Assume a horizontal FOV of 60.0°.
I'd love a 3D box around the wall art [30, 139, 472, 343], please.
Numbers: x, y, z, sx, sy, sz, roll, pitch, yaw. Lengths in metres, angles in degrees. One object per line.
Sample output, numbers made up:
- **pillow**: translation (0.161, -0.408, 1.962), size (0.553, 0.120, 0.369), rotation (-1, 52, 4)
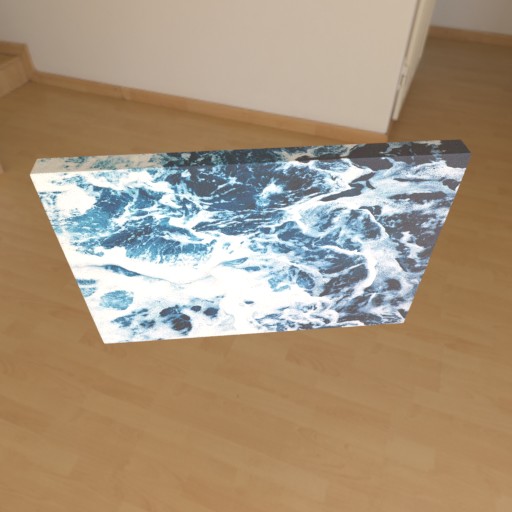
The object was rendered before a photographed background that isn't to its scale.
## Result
- **wall art**: translation (0.000, 0.000, 0.767), size (0.609, 0.407, 0.043), rotation (-3, 46, -3)
